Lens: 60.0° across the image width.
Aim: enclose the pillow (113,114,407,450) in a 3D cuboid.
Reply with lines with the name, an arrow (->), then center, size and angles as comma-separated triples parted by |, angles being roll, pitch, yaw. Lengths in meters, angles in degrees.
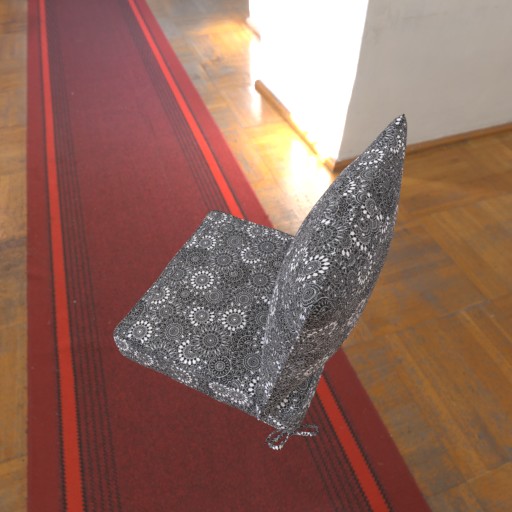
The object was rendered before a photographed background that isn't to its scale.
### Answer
pillow -> 0.000, 0.000, 1.366 | 0.740, 0.722, 0.798 | 19, 50, 17
